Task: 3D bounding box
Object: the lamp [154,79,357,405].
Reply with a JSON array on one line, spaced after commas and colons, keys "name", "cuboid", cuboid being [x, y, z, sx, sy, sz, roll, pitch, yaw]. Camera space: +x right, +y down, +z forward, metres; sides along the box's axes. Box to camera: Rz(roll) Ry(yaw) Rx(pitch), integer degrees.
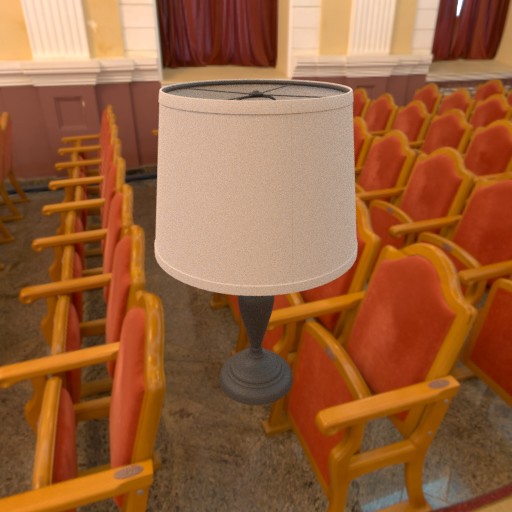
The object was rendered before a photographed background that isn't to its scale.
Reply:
[{"name": "lamp", "cuboid": [0.000, 0.000, 0.702, 0.310, 0.501, 0.310, 0, 27, 0]}]
